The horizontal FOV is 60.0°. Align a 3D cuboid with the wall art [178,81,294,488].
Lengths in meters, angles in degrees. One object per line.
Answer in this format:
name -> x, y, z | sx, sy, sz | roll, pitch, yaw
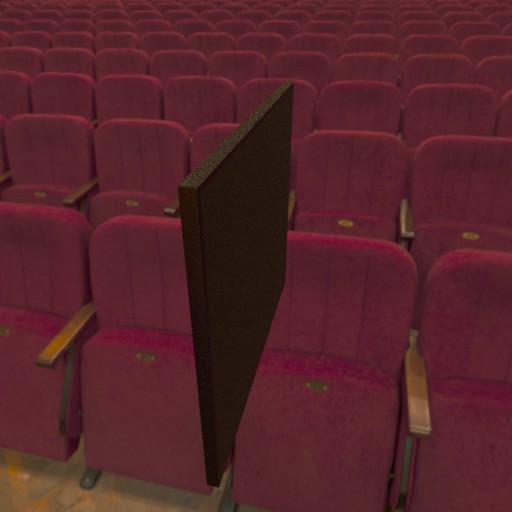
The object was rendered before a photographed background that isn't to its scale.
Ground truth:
wall art -> 0.000, 0.000, 0.721 | 0.018, 0.450, 0.521 | 7, 32, 11
